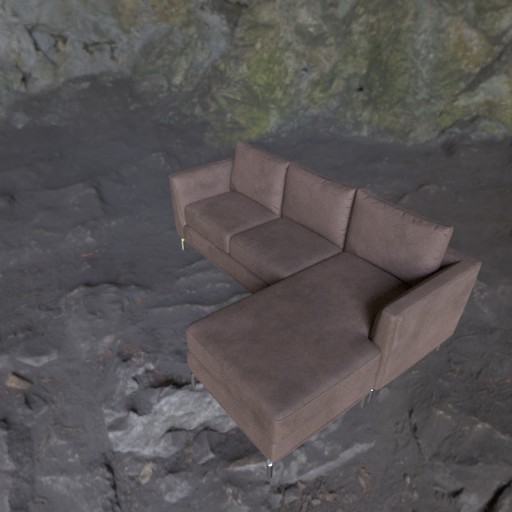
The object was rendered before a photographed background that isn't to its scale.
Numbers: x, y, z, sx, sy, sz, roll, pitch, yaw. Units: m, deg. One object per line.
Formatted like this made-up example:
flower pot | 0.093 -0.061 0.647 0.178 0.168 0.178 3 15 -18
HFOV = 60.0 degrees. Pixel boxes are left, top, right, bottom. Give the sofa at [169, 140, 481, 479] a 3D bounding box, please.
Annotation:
sofa | 0.000 0.000 3.226 1.622 0.987 2.438 -22 39 -31
